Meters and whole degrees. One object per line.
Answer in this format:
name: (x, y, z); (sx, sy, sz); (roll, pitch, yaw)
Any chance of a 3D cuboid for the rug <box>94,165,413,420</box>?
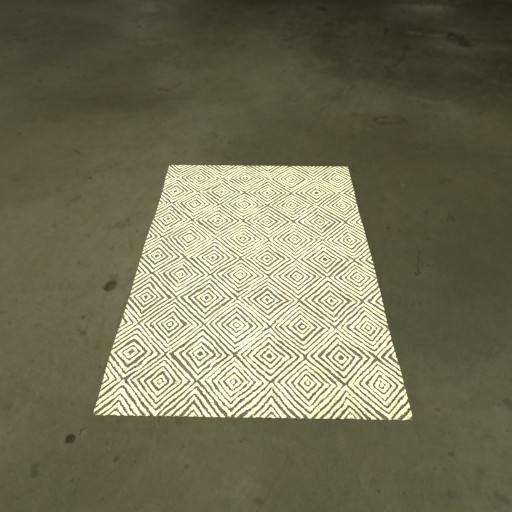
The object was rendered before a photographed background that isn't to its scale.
rug: (0.000, 0.000, 2.264); (1.177, 0.004, 1.750); (1, 42, 1)
